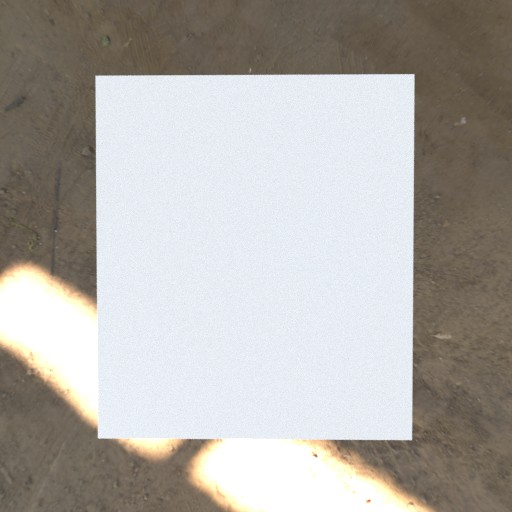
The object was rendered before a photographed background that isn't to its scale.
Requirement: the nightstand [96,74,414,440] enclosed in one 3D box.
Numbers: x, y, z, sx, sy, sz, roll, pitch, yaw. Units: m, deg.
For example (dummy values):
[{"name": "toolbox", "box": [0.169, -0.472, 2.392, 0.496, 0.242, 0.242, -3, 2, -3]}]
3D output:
[{"name": "nightstand", "box": [0.000, 0.000, 0.747, 0.408, 0.351, 0.470, 0, 91, 1]}]
